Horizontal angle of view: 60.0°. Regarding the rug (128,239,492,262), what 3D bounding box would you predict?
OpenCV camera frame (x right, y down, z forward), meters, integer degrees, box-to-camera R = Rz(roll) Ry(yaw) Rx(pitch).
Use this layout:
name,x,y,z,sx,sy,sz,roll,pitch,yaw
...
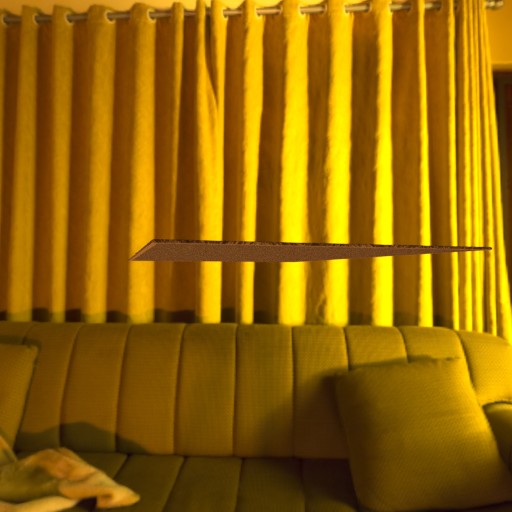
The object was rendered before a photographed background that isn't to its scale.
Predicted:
name,x,y,z,sx,sy,sz,roll,pitch,yaw
rug,0.000,0.000,2.248,1.189,0.011,1.808,1,-2,-18
